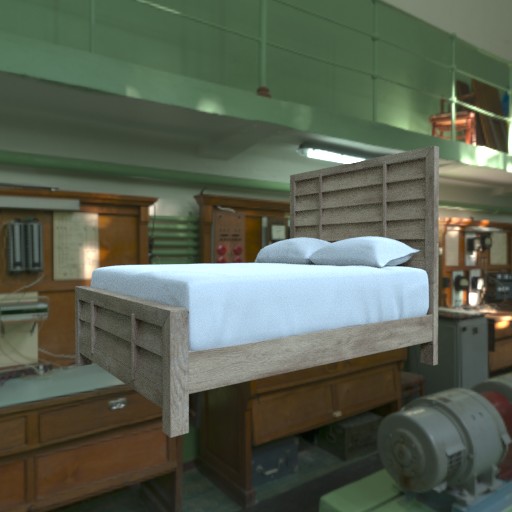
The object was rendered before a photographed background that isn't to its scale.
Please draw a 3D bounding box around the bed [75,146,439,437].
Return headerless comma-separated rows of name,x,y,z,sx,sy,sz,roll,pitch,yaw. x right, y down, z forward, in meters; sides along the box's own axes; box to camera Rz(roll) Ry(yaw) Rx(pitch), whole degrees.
bed,0.000,0.000,3.312,2.197,1.626,1.626,-1,1,-36
